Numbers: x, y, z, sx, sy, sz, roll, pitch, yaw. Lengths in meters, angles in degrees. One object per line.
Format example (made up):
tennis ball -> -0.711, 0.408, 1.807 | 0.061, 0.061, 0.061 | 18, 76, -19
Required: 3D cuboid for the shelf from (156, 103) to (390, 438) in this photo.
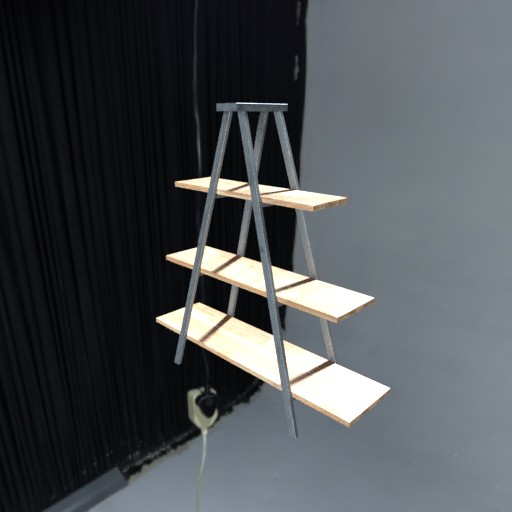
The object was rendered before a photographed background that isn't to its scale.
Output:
shelf -> 0.000, 0.000, 2.782 | 1.746, 1.808, 0.508 | 17, 24, 42
